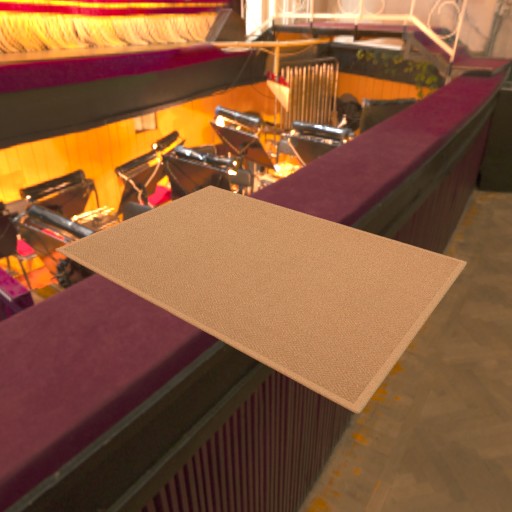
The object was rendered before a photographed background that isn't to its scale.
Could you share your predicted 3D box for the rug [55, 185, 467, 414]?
[{"bbox_3d":[0.000,0.000,2.911,2.244,0.017,1.532,21,36,32],"label":"rug"}]
